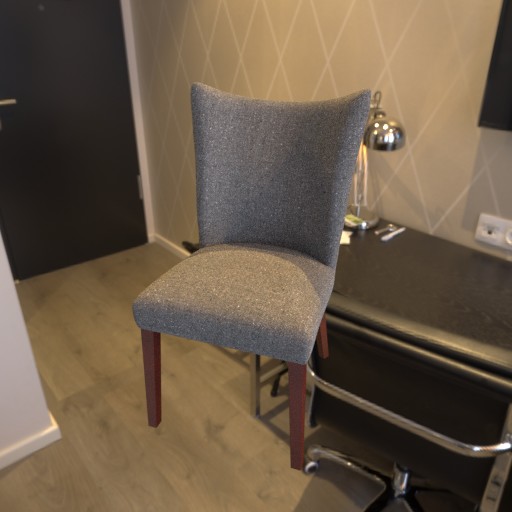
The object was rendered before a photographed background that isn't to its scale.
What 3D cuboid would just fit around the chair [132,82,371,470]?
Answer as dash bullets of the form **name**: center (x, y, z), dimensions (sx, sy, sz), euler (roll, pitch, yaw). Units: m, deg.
- **chair**: center (0.000, 0.000, 1.316), dimensions (0.535, 0.924, 0.623), euler (9, 27, 17)
